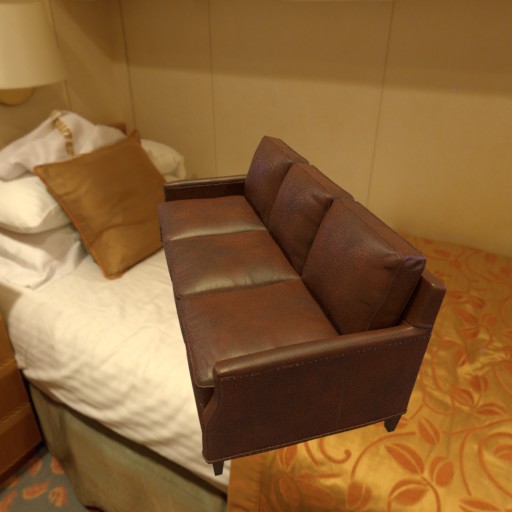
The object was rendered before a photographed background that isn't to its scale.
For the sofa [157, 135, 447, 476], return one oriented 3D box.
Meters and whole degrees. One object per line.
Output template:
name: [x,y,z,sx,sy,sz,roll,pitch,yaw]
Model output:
sofa: [0.000,0.000,2.794,1.084,1.003,2.240,-8,30,-14]
